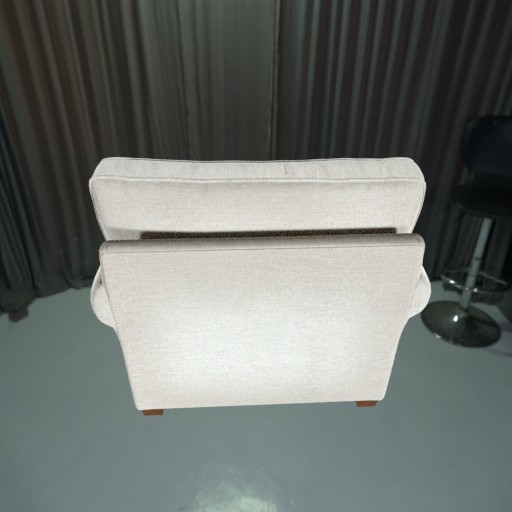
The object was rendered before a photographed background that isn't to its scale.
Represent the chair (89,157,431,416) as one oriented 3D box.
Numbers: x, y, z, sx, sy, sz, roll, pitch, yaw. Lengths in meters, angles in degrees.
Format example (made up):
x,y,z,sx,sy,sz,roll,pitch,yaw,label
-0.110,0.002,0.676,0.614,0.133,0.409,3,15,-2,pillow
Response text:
x,y,z,sx,sy,sz,roll,pitch,yaw,label
0.000,0.000,1.786,1.092,0.961,0.965,-1,29,-3,chair
